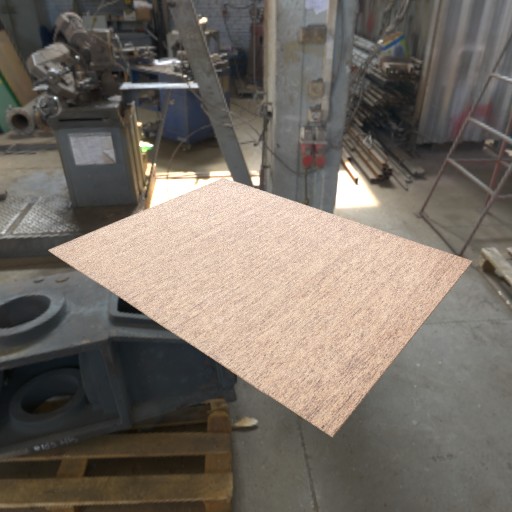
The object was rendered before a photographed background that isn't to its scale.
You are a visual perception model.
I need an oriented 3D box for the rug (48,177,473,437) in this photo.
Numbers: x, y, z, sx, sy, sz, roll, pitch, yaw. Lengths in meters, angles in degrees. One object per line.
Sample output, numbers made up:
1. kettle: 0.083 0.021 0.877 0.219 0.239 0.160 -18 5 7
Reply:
1. rug: 0.000 0.000 4.199 3.205 0.013 2.448 24 39 33
